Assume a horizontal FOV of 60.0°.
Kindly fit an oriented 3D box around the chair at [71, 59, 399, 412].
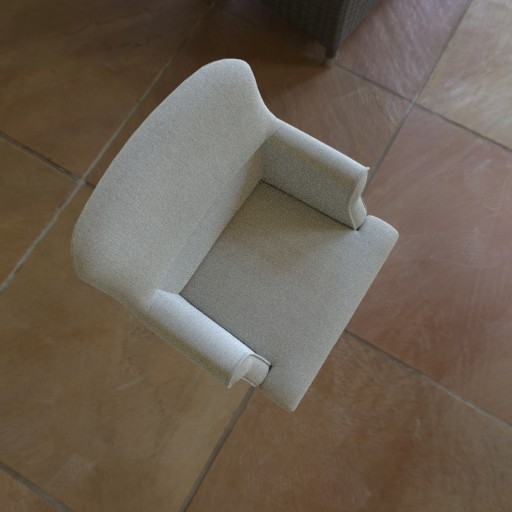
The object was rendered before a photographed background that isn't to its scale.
[{"bbox_3d":[0.000,0.000,1.469,0.750,0.875,0.781,33,78,8],"label":"chair"}]
